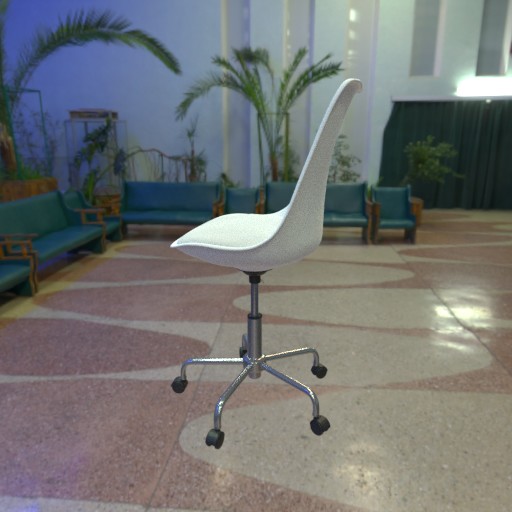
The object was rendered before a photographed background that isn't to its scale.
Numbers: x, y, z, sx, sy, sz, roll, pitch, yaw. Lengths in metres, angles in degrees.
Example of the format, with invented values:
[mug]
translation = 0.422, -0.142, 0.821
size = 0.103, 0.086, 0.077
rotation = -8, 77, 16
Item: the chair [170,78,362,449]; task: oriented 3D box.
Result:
[chair]
translation = 0.000, 0.000, 1.293
size = 0.550, 0.930, 0.550
rotation = 2, 15, 8
